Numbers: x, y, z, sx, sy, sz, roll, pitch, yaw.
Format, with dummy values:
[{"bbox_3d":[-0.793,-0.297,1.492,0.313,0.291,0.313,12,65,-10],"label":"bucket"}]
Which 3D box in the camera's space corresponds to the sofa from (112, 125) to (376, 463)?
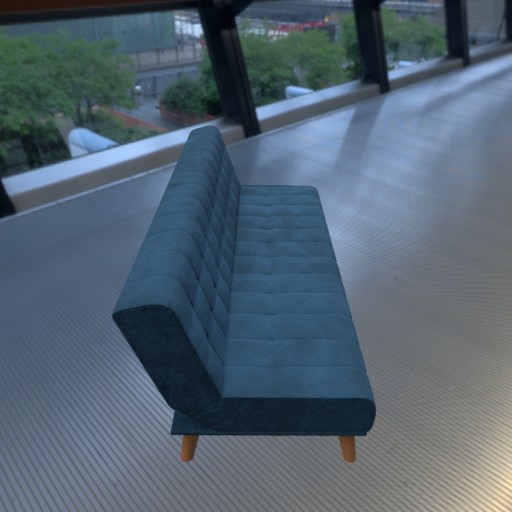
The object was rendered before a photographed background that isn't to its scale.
[{"bbox_3d":[0.000,0.000,2.269,0.855,0.813,1.804,0,33,0],"label":"sofa"}]
